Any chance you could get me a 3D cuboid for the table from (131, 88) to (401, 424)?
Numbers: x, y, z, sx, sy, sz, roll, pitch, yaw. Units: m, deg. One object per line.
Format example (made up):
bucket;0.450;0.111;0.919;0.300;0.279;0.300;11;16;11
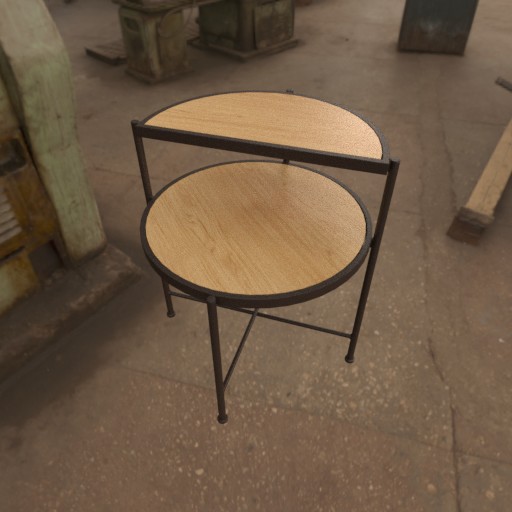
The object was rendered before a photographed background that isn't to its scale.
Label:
table;0.000;0.000;1.199;0.629;0.684;0.628;12;43;13
